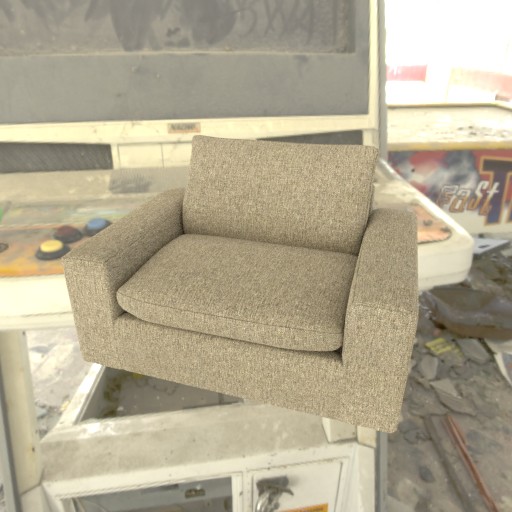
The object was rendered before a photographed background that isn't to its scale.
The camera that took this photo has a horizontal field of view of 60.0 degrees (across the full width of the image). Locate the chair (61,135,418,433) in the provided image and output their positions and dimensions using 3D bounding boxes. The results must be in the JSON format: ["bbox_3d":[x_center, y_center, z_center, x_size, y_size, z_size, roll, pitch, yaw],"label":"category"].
[{"bbox_3d":[0.000,0.000,2.048,1.398,0.915,1.039,8,27,16],"label":"chair"}]
